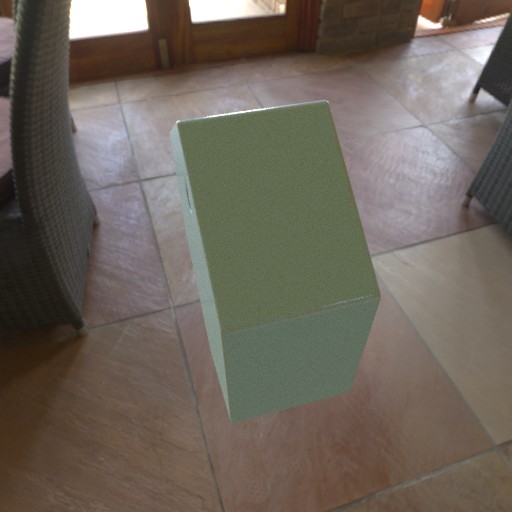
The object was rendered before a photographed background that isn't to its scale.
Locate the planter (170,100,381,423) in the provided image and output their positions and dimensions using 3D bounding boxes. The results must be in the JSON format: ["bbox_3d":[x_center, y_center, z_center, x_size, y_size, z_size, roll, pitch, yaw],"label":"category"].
[{"bbox_3d":[0.000,0.000,0.291,0.078,0.207,0.169,-11,48,-10],"label":"planter"}]
